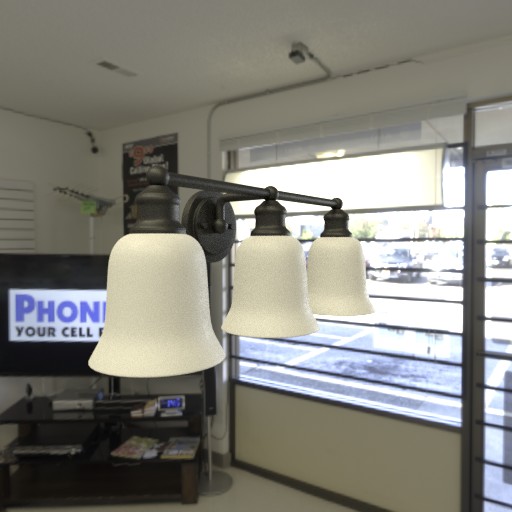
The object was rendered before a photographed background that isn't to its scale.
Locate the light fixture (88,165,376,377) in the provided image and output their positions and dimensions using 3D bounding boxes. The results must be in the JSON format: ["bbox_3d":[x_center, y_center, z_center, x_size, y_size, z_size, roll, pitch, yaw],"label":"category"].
[{"bbox_3d":[0.000,0.000,0.668,0.198,0.211,0.570,1,2,37],"label":"light fixture"}]
